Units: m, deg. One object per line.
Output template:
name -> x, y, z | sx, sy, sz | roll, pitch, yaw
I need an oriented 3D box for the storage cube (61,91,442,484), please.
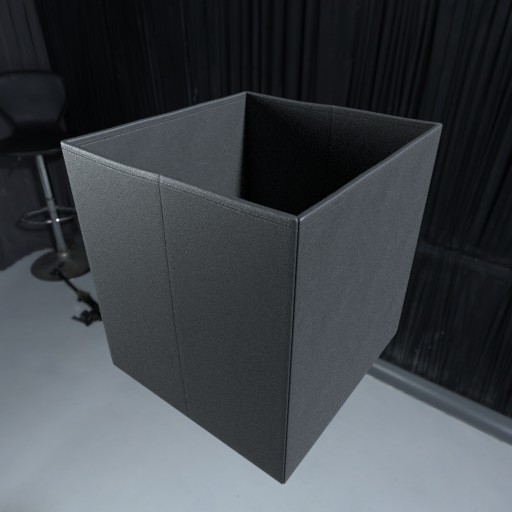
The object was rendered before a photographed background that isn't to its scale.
storage cube -> 0.000, 0.000, 0.494 | 0.270, 0.280, 0.270 | 22, 38, 31
